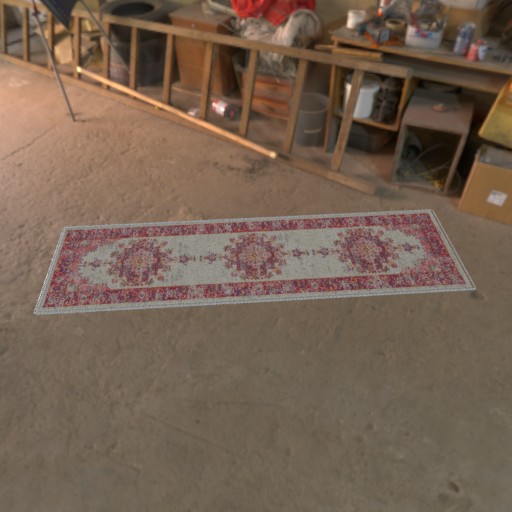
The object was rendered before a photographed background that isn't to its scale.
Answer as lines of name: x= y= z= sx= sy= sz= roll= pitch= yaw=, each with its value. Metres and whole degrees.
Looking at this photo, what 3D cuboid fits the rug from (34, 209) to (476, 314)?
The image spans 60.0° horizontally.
rug: x=0.000 y=0.000 z=2.517 sx=2.294 sy=0.011 sz=0.666 roll=-3 pitch=45 yaw=-3
